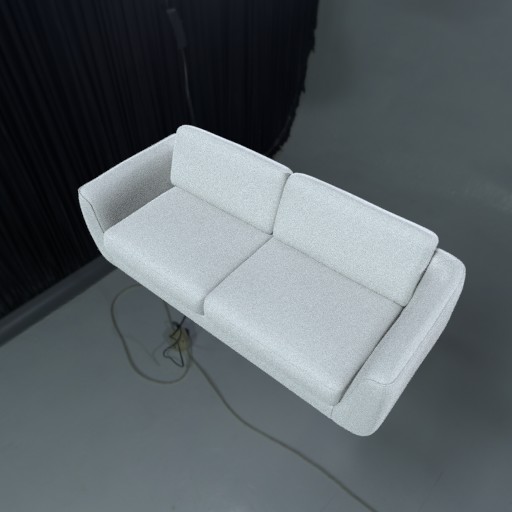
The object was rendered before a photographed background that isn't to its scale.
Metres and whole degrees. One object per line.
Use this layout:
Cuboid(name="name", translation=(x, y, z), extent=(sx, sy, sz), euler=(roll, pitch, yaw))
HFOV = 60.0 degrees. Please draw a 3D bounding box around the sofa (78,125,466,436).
Cuboid(name="sofa", translation=(0.000, 0.000, 2.449), extent=(2.000, 0.850, 0.920), euler=(30, 52, 26))
